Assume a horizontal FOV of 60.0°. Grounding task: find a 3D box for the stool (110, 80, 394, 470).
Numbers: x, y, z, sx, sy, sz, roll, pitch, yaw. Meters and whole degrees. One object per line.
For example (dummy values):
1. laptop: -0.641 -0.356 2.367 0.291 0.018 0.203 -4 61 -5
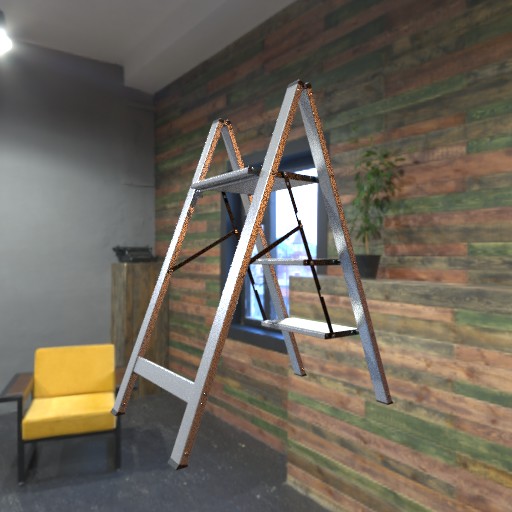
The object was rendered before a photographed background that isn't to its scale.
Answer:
1. stool: 0.000 0.000 1.321 0.730 0.902 0.441 0 0 -36
